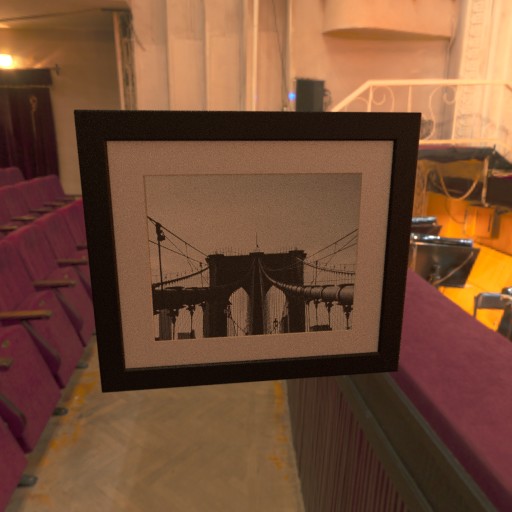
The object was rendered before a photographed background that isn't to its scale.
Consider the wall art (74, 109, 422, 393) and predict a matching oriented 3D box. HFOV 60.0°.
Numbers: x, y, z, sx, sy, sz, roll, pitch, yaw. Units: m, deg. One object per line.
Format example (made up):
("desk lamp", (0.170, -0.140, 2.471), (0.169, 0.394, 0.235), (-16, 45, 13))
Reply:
("wall art", (0.000, 0.000, 0.724), (0.521, 0.450, 0.018), (-2, 15, -8))
